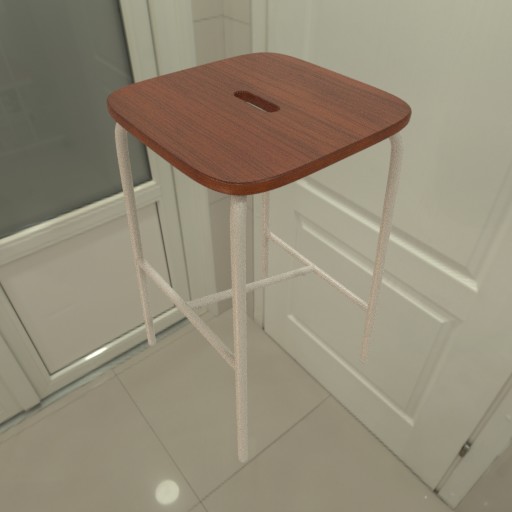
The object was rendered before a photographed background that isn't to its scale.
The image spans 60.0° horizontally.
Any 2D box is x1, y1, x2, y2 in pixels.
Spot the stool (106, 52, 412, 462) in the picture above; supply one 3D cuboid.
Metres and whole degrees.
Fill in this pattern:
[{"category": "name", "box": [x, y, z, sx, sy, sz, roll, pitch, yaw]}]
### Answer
[{"category": "stool", "box": [0.000, 0.000, 0.852, 0.376, 0.610, 0.376, -29, 49, -28]}]
